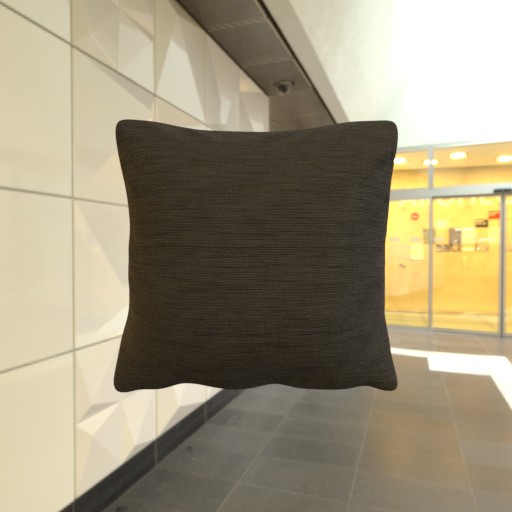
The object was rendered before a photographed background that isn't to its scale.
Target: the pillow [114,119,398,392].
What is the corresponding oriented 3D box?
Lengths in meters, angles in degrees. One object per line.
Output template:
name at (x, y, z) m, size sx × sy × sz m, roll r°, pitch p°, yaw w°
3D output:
pillow at (0.000, 0.000, 0.677) m, size 0.432 × 0.414 × 0.246 m, roll 0°, pitch 1°, yaw 0°
